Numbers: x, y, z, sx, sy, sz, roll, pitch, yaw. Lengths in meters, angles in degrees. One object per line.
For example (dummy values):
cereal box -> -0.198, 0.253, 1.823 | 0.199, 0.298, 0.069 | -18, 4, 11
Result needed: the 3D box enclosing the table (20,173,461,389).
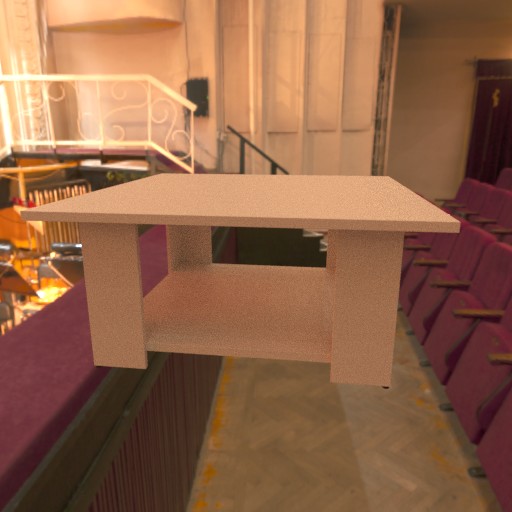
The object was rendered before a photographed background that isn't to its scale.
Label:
table -> 0.000, 0.000, 1.026 | 0.670, 0.305, 0.670 | 2, 16, 7
